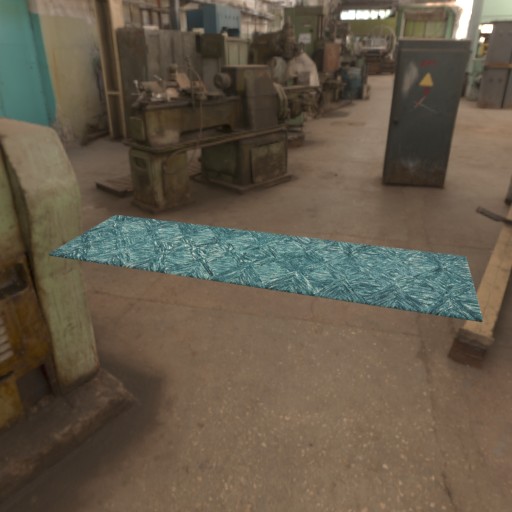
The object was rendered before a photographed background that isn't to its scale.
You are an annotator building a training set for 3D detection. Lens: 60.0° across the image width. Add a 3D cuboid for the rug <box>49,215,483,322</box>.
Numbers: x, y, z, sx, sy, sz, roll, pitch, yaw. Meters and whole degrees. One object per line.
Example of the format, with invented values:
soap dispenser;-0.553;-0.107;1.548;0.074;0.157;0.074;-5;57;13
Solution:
rug;0.000;0.000;2.529;2.286;0.016;0.676;8;27;16
